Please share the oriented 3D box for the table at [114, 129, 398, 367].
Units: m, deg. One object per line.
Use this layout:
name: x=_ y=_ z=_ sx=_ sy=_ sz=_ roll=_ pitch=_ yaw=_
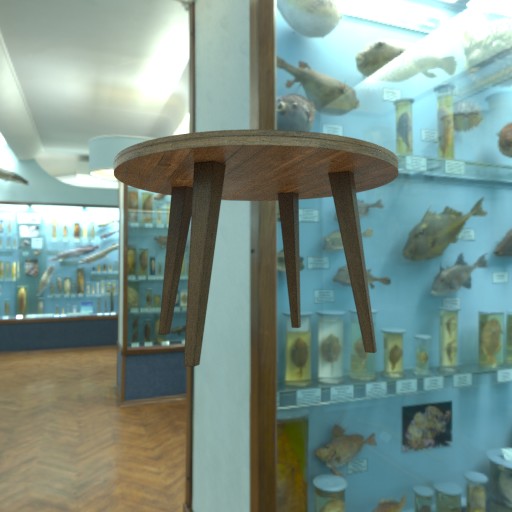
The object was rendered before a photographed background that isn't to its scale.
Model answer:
table: x=0.000 y=0.000 z=1.975 sx=1.213 sy=0.764 sz=1.213 roll=0 pitch=-1 yaw=0
